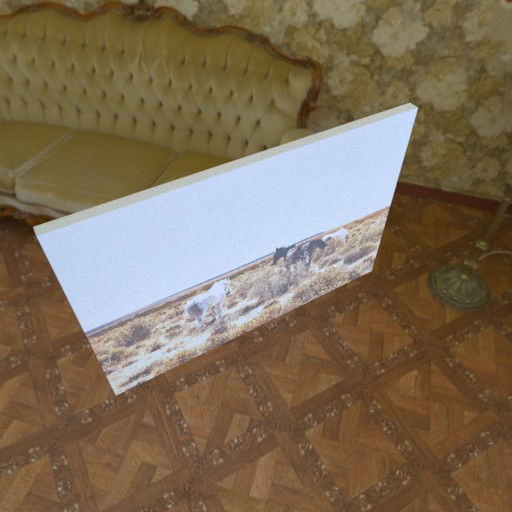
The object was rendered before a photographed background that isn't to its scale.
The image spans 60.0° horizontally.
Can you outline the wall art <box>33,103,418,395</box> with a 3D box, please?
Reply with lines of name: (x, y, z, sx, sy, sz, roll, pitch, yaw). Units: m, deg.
wall art: (0.000, 0.000, 1.947, 1.520, 1.016, 0.051, -23, 51, -20)
